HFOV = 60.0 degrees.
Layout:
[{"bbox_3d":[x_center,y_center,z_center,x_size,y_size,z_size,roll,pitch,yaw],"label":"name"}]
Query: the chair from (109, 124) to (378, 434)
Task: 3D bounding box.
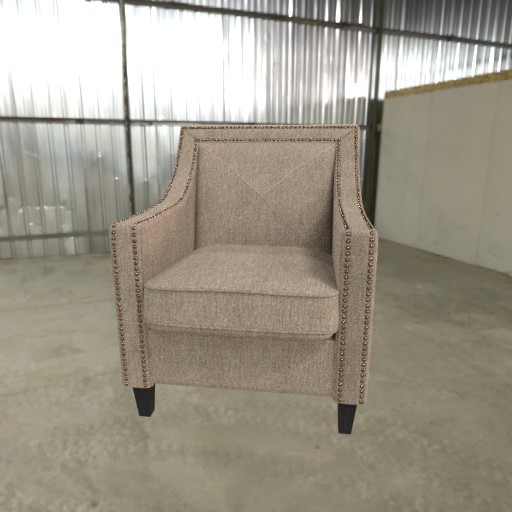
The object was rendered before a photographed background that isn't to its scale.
[{"bbox_3d":[0.000,0.000,1.647,0.776,0.967,0.884,2,15,8],"label":"chair"}]
